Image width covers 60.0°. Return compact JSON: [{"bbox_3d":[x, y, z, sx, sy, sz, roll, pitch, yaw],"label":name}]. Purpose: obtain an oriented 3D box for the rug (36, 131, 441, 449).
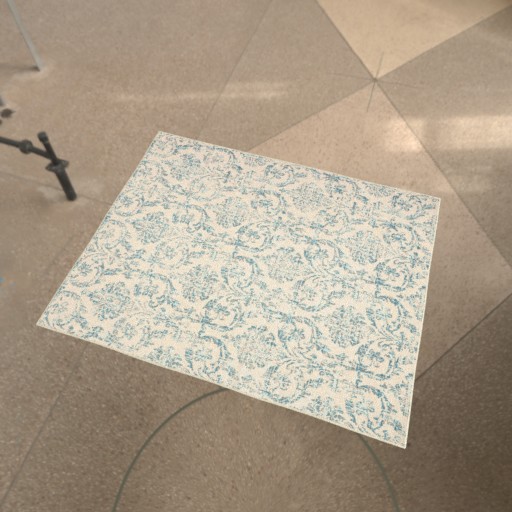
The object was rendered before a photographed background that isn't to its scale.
[{"bbox_3d":[0.000,0.000,3.935,2.980,0.012,2.363,16,59,10],"label":"rug"}]
